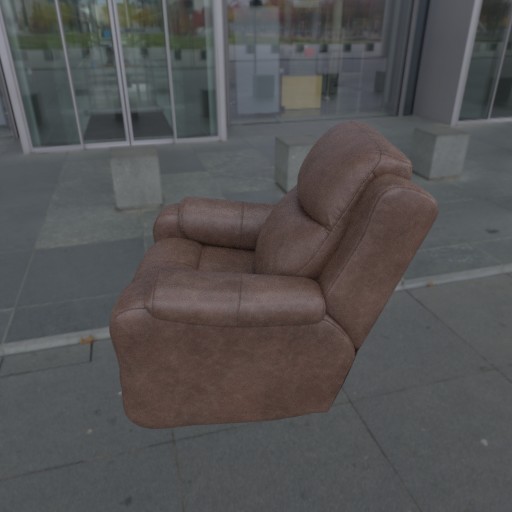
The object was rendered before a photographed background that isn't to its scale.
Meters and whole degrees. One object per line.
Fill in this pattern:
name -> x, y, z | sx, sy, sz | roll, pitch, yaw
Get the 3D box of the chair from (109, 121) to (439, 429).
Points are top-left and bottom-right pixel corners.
chair -> 0.000, 0.000, 1.782 | 1.067, 0.990, 0.940 | 0, 27, -1
